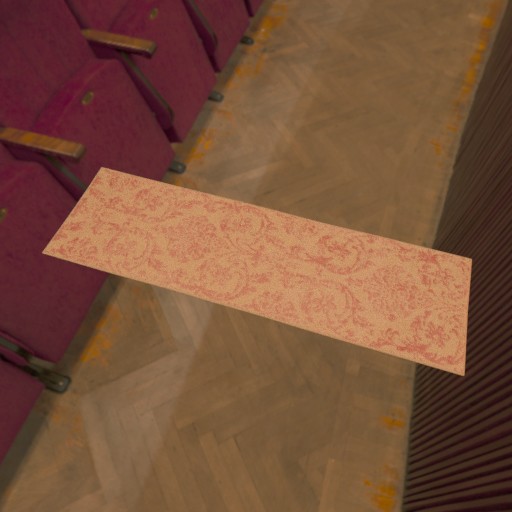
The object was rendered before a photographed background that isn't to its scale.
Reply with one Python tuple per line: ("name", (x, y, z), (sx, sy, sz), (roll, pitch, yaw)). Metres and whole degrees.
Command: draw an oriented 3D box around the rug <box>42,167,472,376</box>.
("rug", (0.000, 0.000, 2.363), (2.196, 0.011, 0.662), (15, 58, 9))
